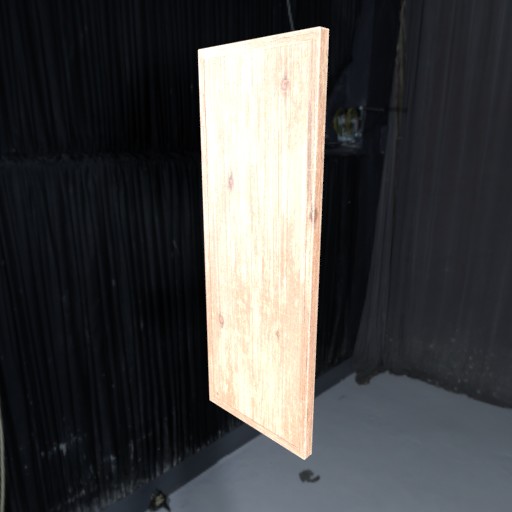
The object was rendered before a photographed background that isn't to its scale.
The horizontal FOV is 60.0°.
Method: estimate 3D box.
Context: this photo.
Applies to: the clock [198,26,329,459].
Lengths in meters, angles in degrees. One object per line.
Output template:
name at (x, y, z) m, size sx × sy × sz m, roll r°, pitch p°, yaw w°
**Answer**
clock at (0.000, 0.000, 1.087) m, size 0.361 × 0.965 × 0.030 m, roll 15°, pitch 22°, yaw 42°
